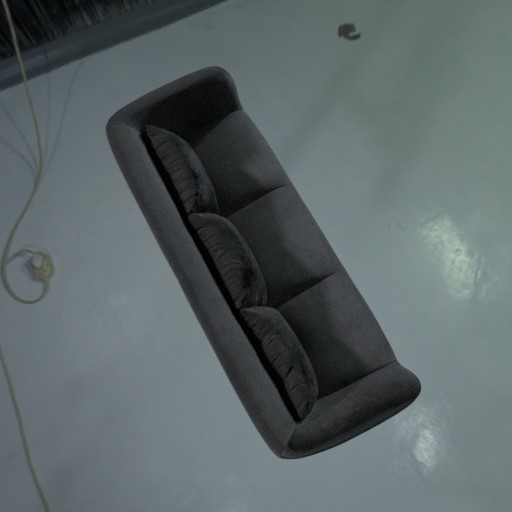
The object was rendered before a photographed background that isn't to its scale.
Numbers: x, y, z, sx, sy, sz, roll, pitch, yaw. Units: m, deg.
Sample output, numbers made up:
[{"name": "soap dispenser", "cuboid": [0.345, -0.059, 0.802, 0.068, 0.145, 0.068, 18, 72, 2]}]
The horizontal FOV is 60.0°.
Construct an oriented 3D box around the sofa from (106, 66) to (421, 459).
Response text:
[{"name": "sofa", "cuboid": [0.000, 0.000, 2.779, 0.956, 0.875, 2.296, -28, 78, -7]}]
